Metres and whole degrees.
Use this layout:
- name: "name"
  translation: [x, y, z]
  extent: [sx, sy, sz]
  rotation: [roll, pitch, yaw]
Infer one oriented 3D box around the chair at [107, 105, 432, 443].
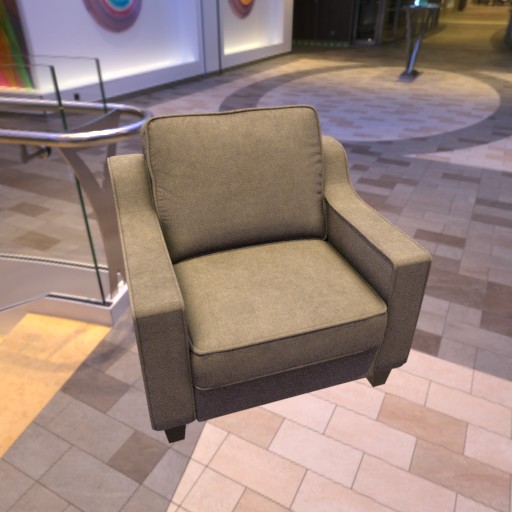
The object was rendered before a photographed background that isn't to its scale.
- name: "chair"
  translation: [0.000, 0.000, 1.631]
  extent: [0.926, 0.944, 0.840]
  rotation: [-10, 32, -16]
